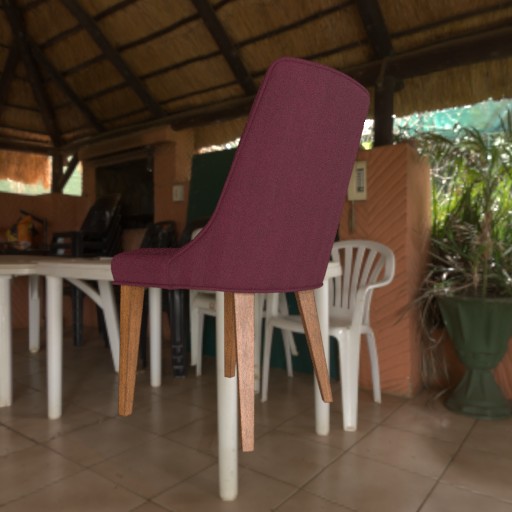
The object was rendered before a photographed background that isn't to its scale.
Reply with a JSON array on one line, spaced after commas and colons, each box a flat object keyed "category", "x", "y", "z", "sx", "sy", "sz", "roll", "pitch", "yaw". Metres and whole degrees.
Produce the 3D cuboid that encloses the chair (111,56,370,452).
[{"category": "chair", "x": 0.000, "y": 0.000, "z": 1.296, "sx": 0.638, "sy": 0.916, "sz": 0.548, "roll": 1, "pitch": 1, "yaw": 36}]
